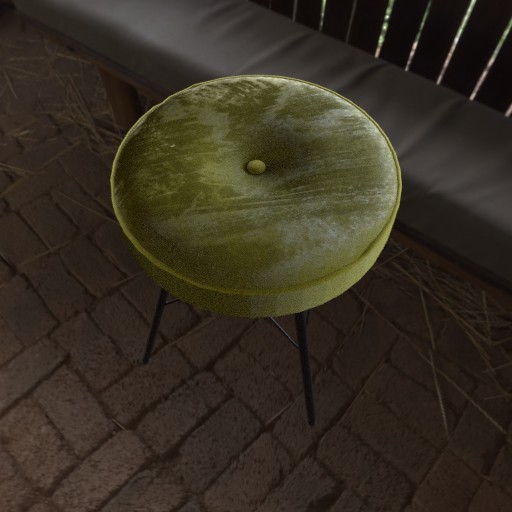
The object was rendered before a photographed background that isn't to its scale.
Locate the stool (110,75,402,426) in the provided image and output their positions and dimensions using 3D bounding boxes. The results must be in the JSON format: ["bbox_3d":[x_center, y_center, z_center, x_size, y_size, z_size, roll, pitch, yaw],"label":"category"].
[{"bbox_3d":[0.000,0.000,0.827,0.409,0.508,0.409,17,60,10],"label":"stool"}]
